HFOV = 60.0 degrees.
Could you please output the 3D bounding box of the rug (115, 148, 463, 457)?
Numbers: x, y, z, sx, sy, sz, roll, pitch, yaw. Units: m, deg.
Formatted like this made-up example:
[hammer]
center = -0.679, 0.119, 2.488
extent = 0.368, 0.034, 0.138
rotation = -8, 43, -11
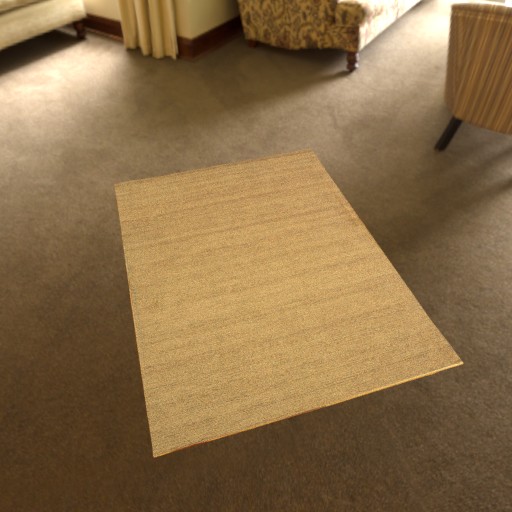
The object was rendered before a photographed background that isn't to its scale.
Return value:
[rug]
center = 0.000, 0.000, 4.284
extent = 2.434, 0.045, 3.202
rotation = -12, 47, -12
